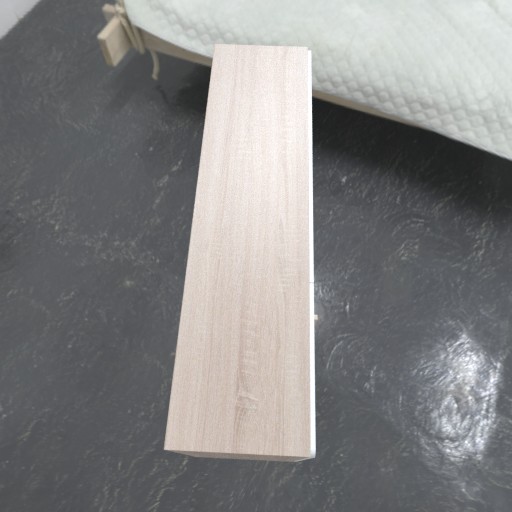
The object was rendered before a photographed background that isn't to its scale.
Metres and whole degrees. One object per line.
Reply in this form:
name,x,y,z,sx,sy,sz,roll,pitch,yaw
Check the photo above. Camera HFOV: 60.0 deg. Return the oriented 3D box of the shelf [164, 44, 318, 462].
shelf,0.000,0.000,1.795,0.400,0.780,1.490,2,64,1
